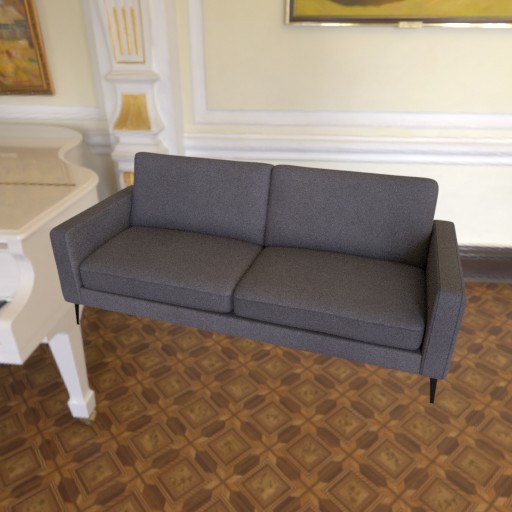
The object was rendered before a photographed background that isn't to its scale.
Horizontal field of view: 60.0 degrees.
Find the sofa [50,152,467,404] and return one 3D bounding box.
[{"bbox_3d":[0.000,0.000,2.316,1.925,0.828,0.774,9,29,16],"label":"sofa"}]
